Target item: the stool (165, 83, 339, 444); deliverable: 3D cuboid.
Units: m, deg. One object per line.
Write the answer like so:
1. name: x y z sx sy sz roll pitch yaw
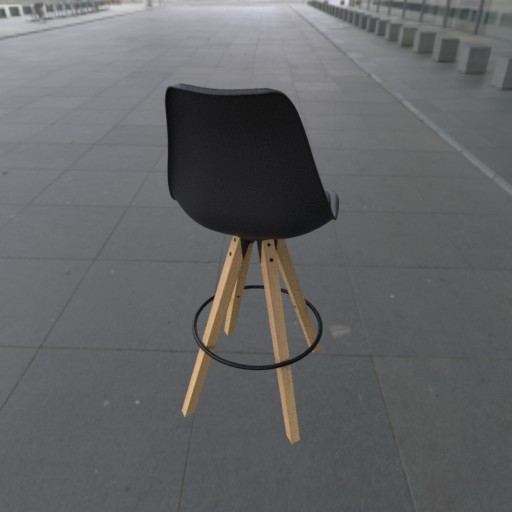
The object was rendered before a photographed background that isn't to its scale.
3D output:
1. stool: 0.000 0.000 1.409 0.485 1.115 0.550 9 32 14
